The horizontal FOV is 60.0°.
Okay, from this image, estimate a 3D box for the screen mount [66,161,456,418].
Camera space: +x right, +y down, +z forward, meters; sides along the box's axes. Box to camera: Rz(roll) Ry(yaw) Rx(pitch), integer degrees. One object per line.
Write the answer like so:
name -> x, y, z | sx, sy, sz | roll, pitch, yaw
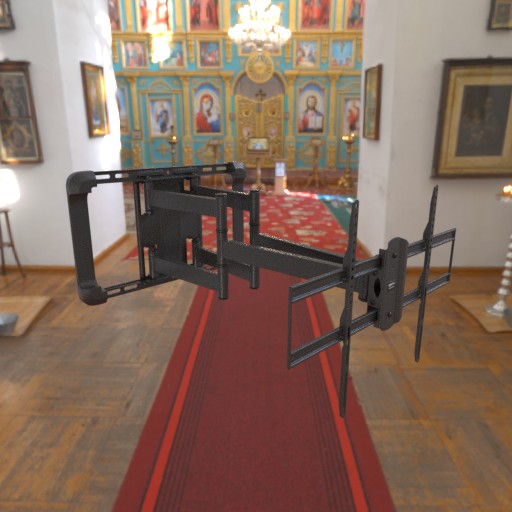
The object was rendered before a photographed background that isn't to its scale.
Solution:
screen mount -> 0.000, 0.000, 1.326 | 0.725, 0.483, 0.905 | -15, 21, -42
